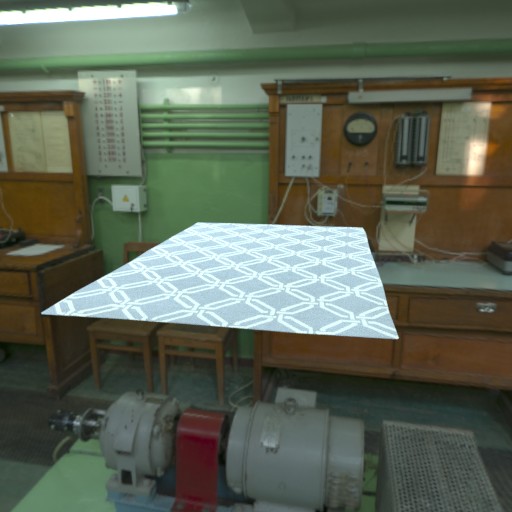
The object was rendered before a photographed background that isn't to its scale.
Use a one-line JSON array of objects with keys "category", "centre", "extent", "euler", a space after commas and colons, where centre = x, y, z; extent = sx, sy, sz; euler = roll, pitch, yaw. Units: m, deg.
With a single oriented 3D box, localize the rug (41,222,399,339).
[{"category": "rug", "centre": [0.000, 0.000, 2.196], "extent": [1.148, 0.010, 1.754], "euler": [2, 15, 10]}]
